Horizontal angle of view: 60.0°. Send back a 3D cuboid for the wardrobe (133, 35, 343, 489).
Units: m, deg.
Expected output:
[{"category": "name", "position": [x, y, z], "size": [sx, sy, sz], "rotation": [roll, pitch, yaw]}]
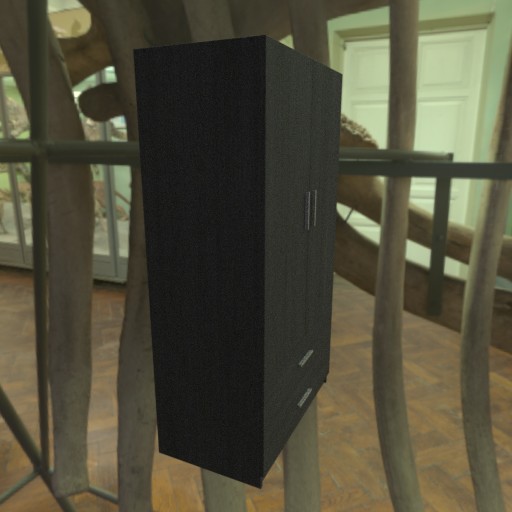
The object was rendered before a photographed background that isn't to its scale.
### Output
[{"category": "wardrobe", "position": [0.000, 0.000, 2.241], "size": [0.577, 1.808, 0.991], "rotation": [7, 16, 25]}]
